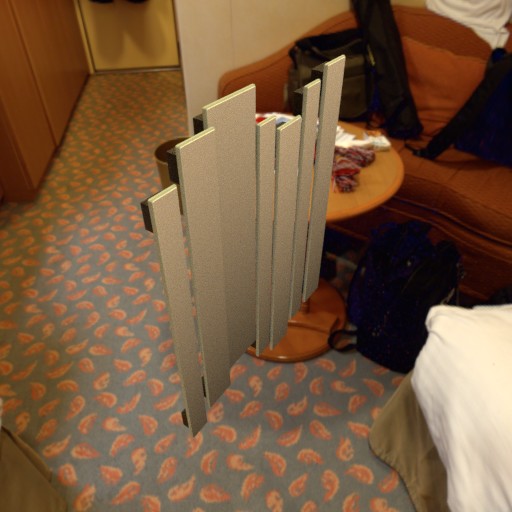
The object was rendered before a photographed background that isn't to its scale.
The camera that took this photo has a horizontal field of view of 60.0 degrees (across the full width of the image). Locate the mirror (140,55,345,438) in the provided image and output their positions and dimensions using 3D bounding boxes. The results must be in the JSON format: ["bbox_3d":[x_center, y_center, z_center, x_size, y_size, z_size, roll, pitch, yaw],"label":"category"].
[{"bbox_3d":[0.000,0.000,0.800,0.058,0.611,0.445,24,45,26],"label":"mirror"}]
